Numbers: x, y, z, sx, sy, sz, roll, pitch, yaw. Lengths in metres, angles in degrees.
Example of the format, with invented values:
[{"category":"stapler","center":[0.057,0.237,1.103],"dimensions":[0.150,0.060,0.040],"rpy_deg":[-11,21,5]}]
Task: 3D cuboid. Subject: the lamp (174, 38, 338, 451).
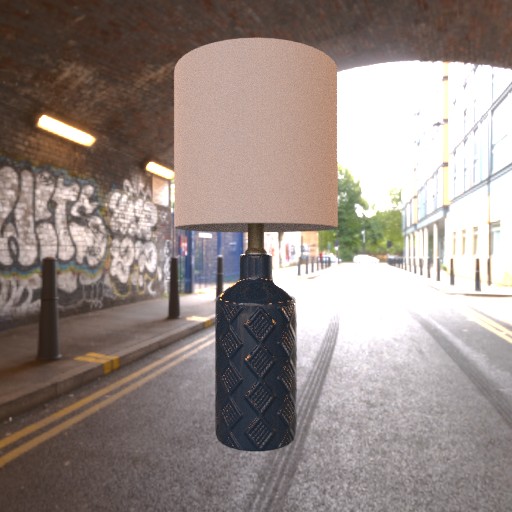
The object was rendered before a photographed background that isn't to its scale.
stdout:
[{"category":"lamp","center":[0.000,0.000,0.571],"dimensions":[0.207,0.461,0.207],"rpy_deg":[0,0,-37]}]
